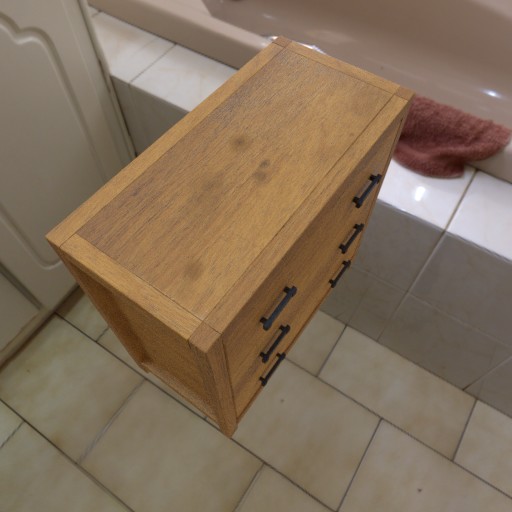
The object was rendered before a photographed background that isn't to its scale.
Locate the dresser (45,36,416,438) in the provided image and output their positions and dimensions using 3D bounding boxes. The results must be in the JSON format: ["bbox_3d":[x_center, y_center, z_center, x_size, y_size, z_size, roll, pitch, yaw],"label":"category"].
[{"bbox_3d":[0.000,0.000,1.296,0.427,0.804,0.804,31,63,18],"label":"dresser"}]
